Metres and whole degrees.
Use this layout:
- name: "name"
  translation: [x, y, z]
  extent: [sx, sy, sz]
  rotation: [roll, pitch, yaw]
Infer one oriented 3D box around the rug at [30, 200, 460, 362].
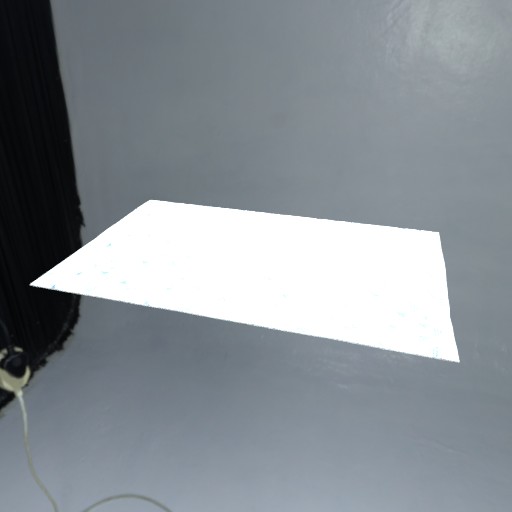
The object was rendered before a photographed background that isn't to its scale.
- name: "rug"
  translation: [0.000, 0.000, 3.036]
  extent: [2.457, 0.009, 1.512]
  rotation: [8, 29, 15]
